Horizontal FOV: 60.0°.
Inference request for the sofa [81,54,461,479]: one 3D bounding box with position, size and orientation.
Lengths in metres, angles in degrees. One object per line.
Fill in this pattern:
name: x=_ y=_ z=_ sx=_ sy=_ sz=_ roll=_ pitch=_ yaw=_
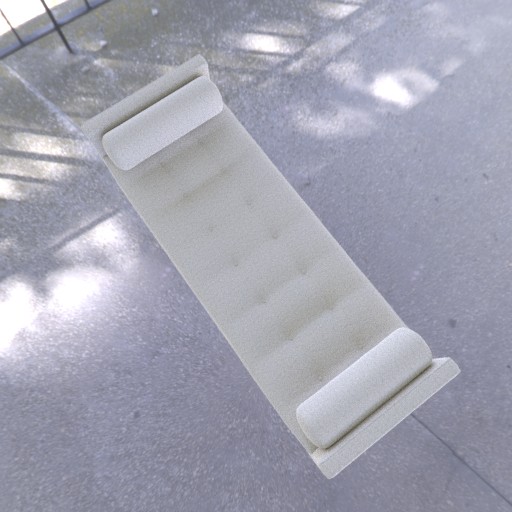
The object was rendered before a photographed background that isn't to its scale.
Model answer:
sofa: x=0.000 y=0.000 z=2.312 sx=0.746 sy=0.641 sz=1.985 roll=-35 pitch=77 yaw=-9
